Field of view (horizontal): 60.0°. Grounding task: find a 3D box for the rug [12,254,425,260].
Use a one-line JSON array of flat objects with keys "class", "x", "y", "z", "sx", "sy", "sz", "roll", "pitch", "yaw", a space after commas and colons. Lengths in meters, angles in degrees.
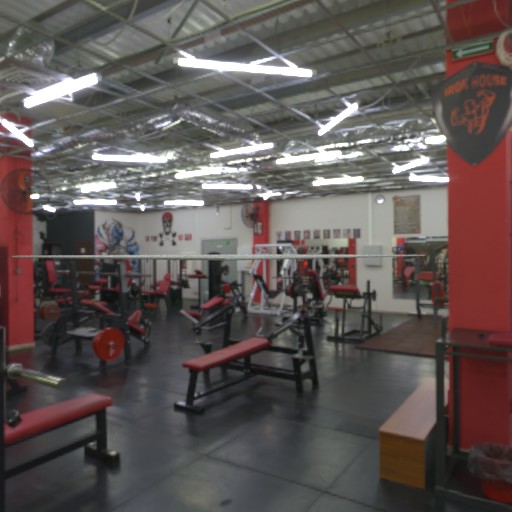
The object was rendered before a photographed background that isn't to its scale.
[{"class": "rug", "x": 0.000, "y": 0.000, "z": 2.944, "sx": 1.515, "sy": 0.010, "sz": 2.430, "roll": 0, "pitch": 1, "yaw": 36}]
